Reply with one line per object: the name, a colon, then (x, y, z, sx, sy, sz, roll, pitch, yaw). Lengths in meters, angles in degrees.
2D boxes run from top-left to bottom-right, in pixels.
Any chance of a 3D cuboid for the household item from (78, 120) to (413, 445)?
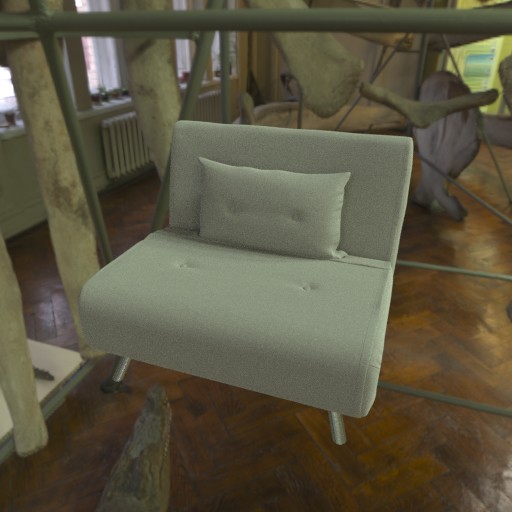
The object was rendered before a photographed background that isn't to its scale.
household item: (0.000, 0.000, 1.656, 1.000, 0.800, 0.874, 9, 29, 17)
